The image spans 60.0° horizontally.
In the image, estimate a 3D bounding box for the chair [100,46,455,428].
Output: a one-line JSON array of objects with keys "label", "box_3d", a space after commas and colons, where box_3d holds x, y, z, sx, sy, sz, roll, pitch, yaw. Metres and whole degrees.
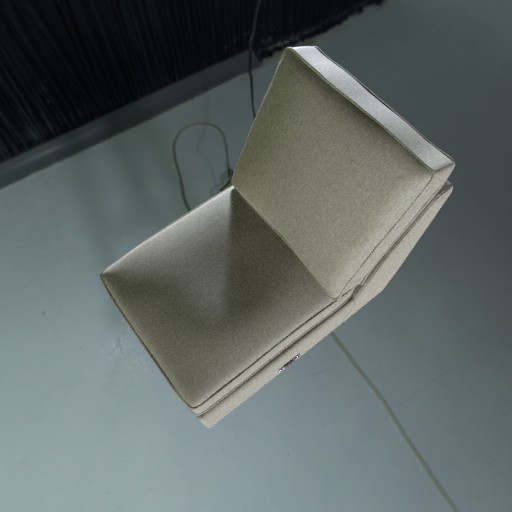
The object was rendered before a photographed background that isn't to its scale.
[{"label": "chair", "box_3d": [0.000, 0.000, 1.632, 1.020, 1.058, 0.674, -35, 69, -16]}]
